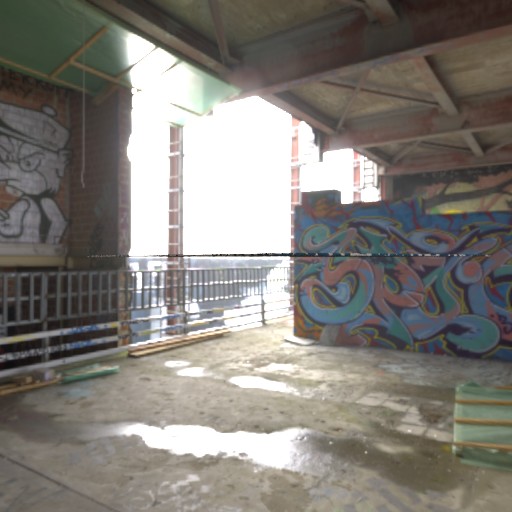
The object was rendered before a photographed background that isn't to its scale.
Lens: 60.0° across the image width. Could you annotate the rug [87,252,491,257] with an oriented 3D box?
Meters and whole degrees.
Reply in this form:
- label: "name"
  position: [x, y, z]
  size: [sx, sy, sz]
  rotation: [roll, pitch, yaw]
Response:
- label: "rug"
  position: [0.000, 0.000, 2.325]
  size: [1.220, 0.007, 1.828]
  rotation: [0, 0, -36]
